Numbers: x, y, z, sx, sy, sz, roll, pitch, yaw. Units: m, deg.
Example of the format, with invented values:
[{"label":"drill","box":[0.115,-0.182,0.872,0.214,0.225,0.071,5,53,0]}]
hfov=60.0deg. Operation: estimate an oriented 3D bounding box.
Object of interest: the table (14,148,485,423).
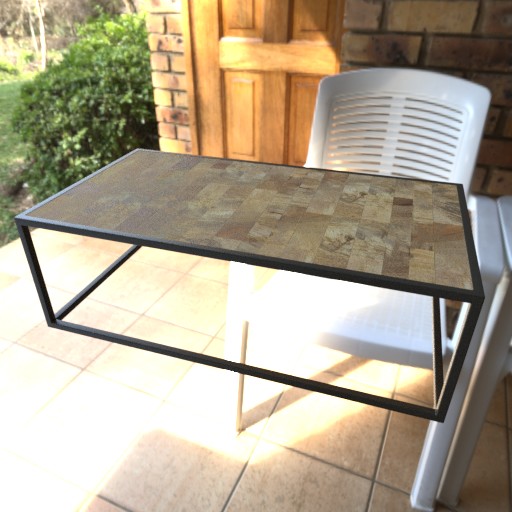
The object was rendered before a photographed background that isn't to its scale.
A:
[{"label":"table","box":[0.000,0.000,1.432,1.199,0.398,0.649,10,32,15]}]
